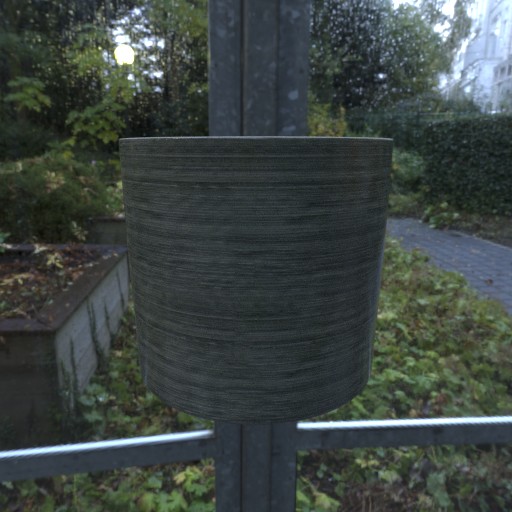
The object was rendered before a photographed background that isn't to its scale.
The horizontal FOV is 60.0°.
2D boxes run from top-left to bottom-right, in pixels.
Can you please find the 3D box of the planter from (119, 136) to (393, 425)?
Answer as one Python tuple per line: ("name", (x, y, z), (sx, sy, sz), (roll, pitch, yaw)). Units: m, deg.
("planter", (0.000, 0.000, 0.397), (0.221, 0.201, 0.221), (0, 14, 0))
